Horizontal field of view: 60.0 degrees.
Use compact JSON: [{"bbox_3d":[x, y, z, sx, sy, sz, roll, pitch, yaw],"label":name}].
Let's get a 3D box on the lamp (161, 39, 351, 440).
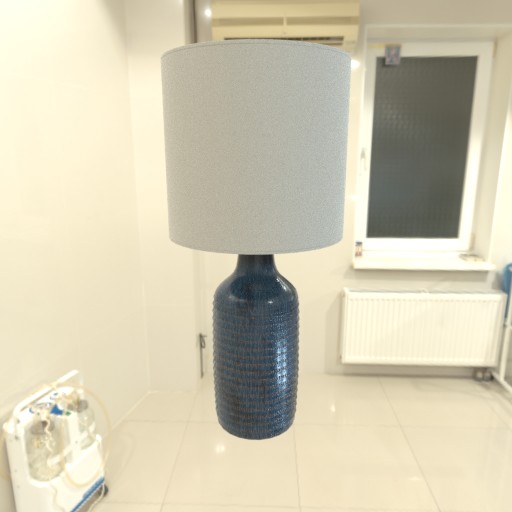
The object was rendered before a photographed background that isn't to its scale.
[{"bbox_3d":[0.000,0.000,0.580,0.220,0.475,0.220,2,14,9],"label":"lamp"}]
